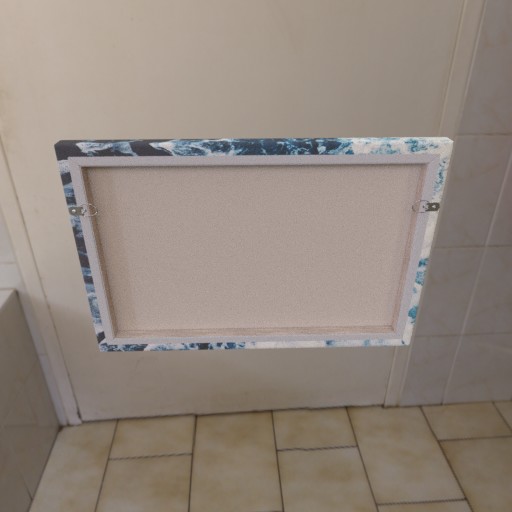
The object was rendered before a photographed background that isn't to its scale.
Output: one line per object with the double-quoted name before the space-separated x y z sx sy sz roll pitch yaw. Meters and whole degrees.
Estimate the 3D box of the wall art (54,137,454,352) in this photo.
"wall art" 0.000 0.000 1.173 0.915 0.610 0.042 -1 29 -1
